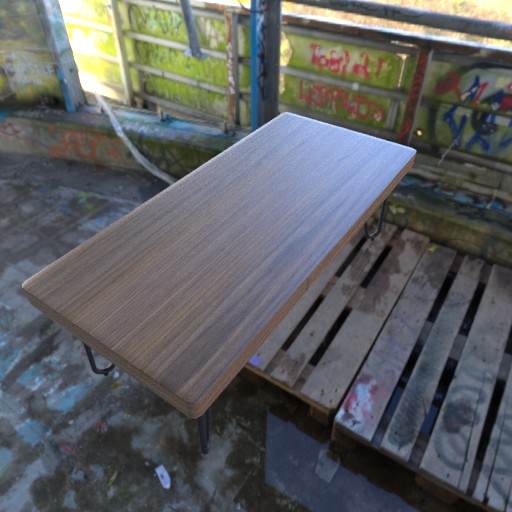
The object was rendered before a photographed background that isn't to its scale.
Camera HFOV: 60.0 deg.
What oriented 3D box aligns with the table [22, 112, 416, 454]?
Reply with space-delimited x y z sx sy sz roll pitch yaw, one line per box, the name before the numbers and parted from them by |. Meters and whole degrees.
table | 0.000 0.000 1.657 0.637 0.468 1.375 25 48 25
